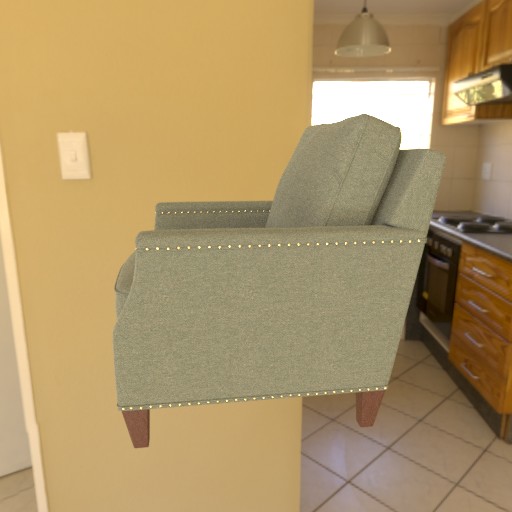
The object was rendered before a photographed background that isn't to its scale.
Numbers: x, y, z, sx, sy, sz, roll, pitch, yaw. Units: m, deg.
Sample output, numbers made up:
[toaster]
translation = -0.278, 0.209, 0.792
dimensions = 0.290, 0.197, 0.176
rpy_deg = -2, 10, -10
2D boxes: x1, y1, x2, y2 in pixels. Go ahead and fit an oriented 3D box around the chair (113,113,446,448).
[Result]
[chair]
translation = 0.000, 0.000, 1.742
dimensions = 1.031, 1.031, 0.885
rpy_deg = -2, 13, -8
